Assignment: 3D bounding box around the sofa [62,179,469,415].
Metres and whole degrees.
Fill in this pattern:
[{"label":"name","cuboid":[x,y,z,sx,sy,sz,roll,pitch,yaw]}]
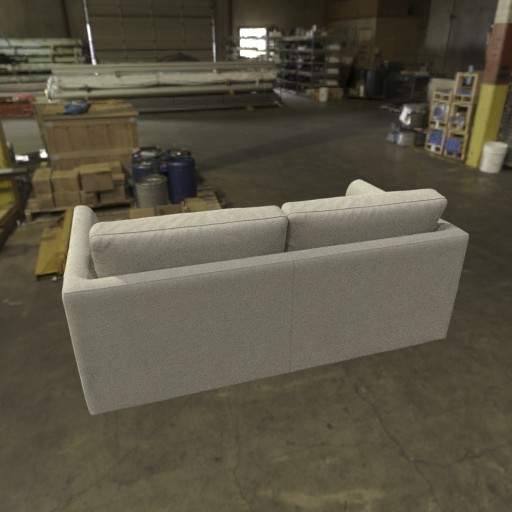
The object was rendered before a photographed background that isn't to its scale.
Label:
[{"label":"sofa","cuboid":[0.000,0.000,2.493,1.905,0.839,1.091,-8,27,-16]}]
